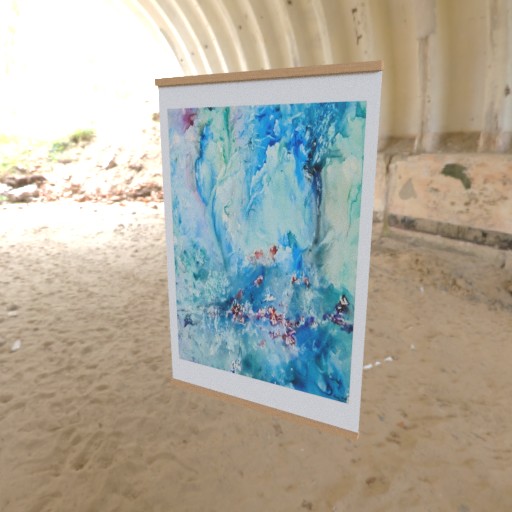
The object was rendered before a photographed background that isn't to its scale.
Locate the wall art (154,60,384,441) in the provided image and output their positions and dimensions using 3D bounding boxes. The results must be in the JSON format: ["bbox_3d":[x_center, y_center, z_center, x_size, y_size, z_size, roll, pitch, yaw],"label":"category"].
[{"bbox_3d":[0.000,0.000,1.944,0.991,1.510,0.040,7,16,27],"label":"wall art"}]
